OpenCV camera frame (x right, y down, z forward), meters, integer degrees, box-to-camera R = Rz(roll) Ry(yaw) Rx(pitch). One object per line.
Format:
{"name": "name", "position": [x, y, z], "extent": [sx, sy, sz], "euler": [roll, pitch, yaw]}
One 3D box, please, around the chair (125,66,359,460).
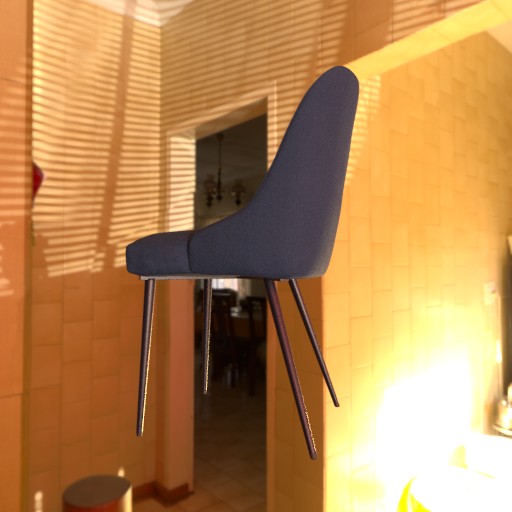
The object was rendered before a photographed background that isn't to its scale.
{"name": "chair", "position": [0.000, 0.000, 1.220], "extent": [0.559, 0.896, 0.478], "euler": [0, -1, 18]}
